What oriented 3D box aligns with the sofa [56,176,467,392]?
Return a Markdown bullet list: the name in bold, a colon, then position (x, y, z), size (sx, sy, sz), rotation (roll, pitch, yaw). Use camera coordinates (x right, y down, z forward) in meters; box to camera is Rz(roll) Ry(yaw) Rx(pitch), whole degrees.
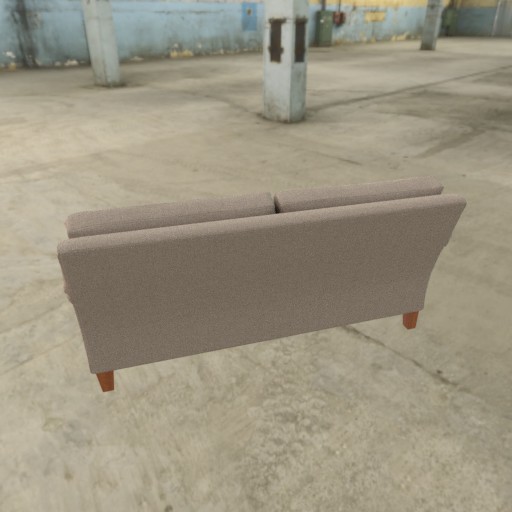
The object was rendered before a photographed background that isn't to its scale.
- **sofa**: position (0.000, 0.000, 2.800), size (2.160, 1.054, 1.087), rotation (-8, 29, -15)
